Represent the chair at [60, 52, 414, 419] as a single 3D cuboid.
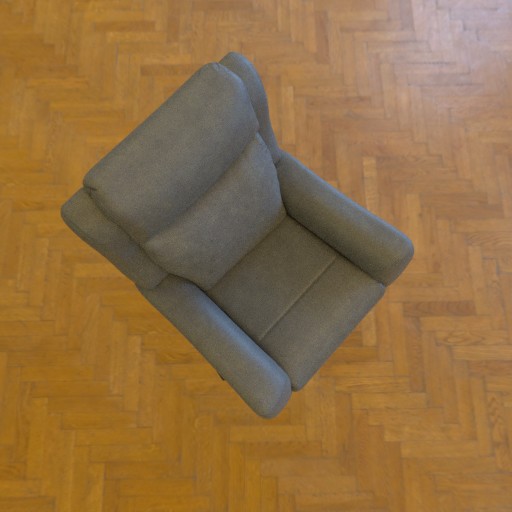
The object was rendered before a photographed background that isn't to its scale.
[{"bbox_3d":[0.000,0.000,1.893,1.068,1.116,0.967,42,80,9],"label":"chair"}]
